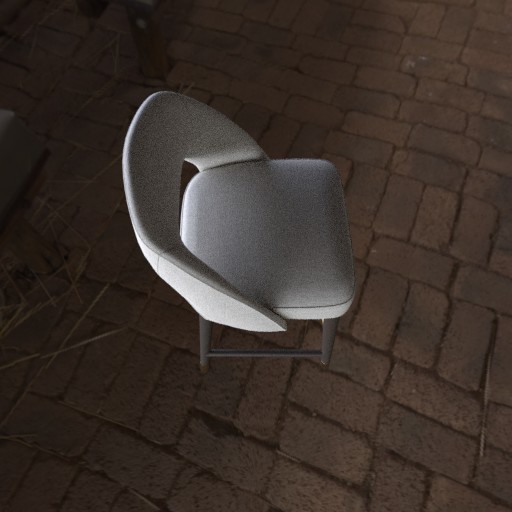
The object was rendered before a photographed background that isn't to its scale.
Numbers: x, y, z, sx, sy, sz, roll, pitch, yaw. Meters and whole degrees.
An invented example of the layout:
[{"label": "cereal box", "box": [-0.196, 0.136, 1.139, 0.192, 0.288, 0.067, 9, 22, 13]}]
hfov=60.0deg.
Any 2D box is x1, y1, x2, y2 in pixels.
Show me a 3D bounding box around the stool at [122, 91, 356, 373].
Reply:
[{"label": "stool", "box": [0.000, 0.000, 1.264, 0.509, 0.940, 0.494, -2, 63, -1]}]
